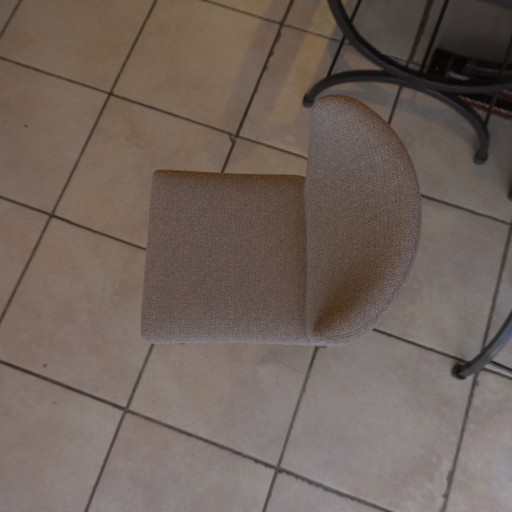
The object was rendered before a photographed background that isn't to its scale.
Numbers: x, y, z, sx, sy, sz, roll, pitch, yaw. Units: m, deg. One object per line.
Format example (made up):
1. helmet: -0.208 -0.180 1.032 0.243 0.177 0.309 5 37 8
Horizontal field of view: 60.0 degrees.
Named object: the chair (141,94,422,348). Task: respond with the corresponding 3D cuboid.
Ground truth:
1. chair: 0.000 0.000 1.181 0.589 0.839 0.491 1 76 0
